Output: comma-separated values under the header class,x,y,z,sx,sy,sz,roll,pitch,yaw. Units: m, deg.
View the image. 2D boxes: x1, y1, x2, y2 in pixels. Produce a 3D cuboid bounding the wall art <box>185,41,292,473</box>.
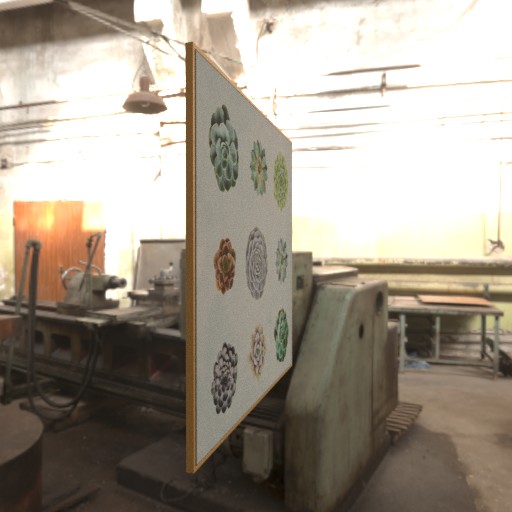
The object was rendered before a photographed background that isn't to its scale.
class,x,y,z,sx,sy,sz,roll,pitch,yaw
wall art,0.000,0.000,0.986,0.014,0.655,0.657,0,1,18
